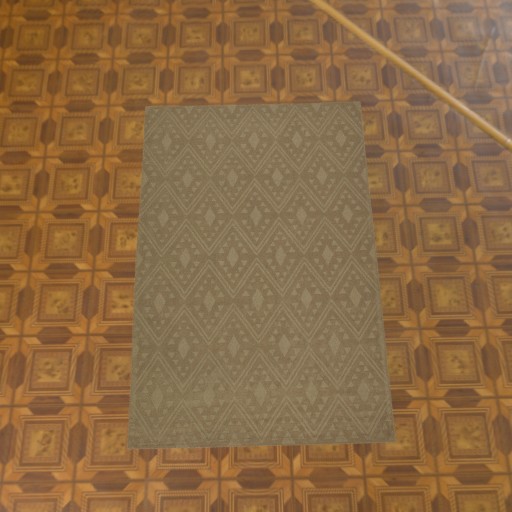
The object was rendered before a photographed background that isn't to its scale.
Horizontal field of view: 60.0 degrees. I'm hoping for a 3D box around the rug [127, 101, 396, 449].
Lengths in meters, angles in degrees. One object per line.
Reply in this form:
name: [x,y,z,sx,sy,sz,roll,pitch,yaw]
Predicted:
rug: [0.000,0.000,2.305,1.252,0.034,1.829,-1,73,0]
